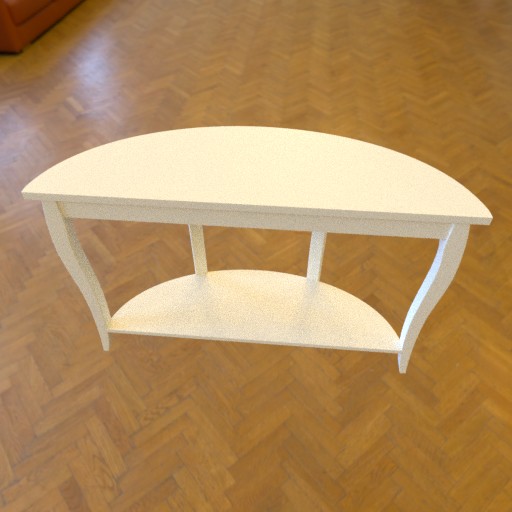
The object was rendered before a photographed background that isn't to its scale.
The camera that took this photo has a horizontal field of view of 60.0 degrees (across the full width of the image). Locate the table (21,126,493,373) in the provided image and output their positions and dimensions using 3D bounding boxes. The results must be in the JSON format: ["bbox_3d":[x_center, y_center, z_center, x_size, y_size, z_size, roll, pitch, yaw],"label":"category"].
[{"bbox_3d":[0.000,0.000,1.556,1.219,0.780,0.394,4,46,3],"label":"table"}]
